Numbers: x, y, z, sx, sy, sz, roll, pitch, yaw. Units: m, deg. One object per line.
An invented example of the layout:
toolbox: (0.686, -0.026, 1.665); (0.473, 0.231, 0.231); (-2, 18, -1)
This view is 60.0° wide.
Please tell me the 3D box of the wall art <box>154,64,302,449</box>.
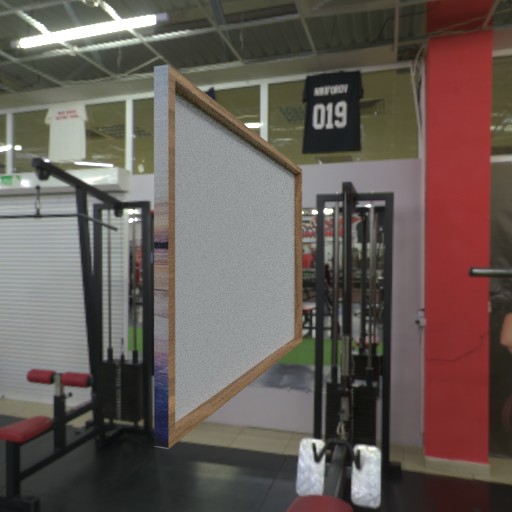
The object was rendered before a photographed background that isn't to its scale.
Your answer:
wall art: (0.000, 0.000, 1.412); (0.034, 0.756, 1.137); (0, 0, 19)
